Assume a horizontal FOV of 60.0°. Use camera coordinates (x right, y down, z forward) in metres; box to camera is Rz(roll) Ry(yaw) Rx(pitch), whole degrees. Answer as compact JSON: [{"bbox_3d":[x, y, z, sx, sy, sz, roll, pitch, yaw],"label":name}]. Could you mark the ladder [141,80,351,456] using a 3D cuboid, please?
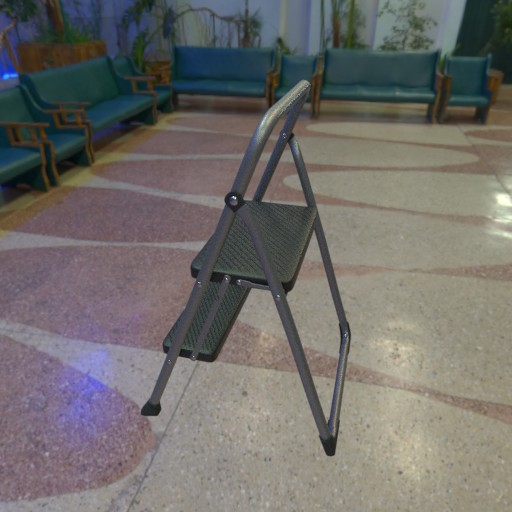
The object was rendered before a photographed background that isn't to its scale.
[{"bbox_3d":[0.000,0.000,1.013,0.472,0.720,0.430,8,31,13],"label":"ladder"}]
